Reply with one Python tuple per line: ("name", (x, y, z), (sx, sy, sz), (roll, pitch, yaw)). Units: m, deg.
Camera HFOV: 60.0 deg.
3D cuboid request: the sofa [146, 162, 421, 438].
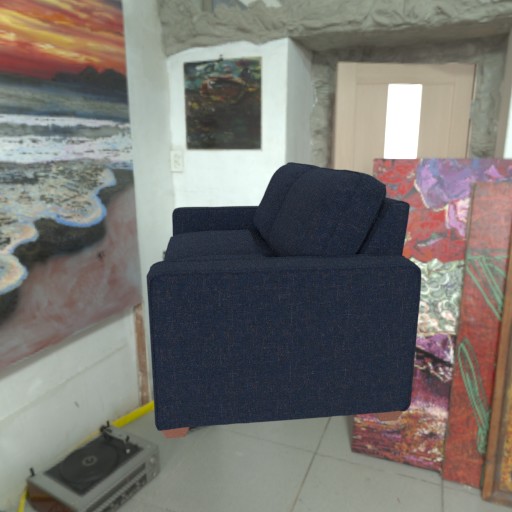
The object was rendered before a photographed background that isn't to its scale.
("sofa", (0.000, 0.000, 2.283), (0.947, 0.918, 1.709), (-2, 13, -7))
